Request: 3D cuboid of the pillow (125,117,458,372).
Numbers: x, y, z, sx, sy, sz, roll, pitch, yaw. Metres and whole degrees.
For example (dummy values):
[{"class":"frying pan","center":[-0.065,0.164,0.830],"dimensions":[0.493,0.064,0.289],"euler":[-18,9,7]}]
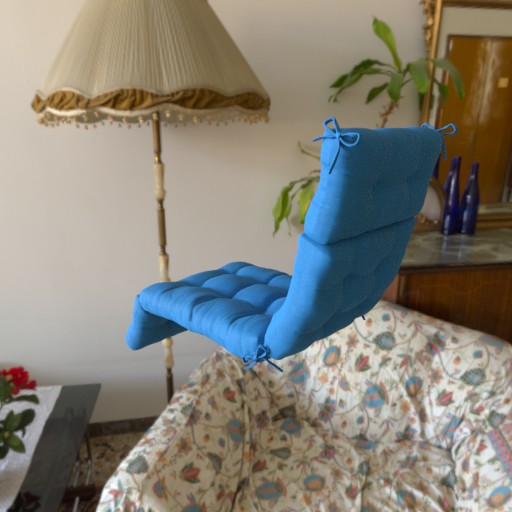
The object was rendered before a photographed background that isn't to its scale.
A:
[{"class":"pillow","center":[0.000,0.000,1.460],"dimensions":[1.016,0.863,0.526],"euler":[16,23,42]}]
